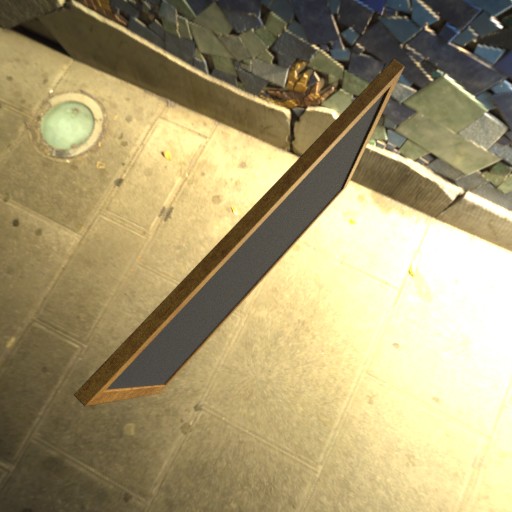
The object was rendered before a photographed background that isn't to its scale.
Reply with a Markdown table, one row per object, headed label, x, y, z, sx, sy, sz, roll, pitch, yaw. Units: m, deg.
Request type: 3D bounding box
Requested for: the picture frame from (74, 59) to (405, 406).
| label | x | y | z | sx | sy | sz | roll | pitch | yaw |
| --- | --- | --- | --- | --- | --- | --- | --- | --- | --- |
| picture frame | 0.000 | 0.000 | 1.158 | 0.029 | 0.621 | 0.922 | 41 | 78 | 10 |
